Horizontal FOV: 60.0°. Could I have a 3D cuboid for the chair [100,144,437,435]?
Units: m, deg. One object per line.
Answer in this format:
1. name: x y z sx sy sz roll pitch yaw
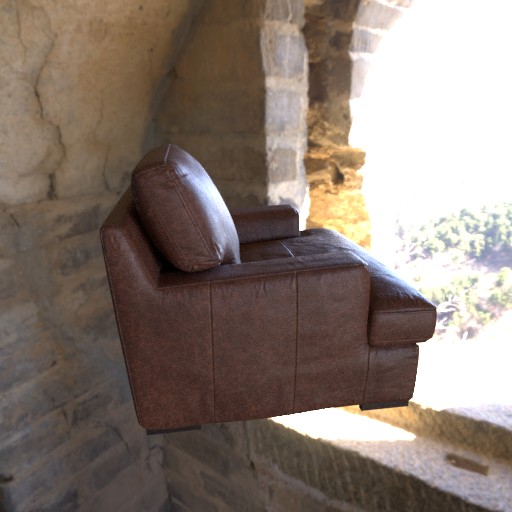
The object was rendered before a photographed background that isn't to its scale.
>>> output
1. chair: 0.000 0.000 1.990 1.143 0.939 1.168 -3 18 -9
